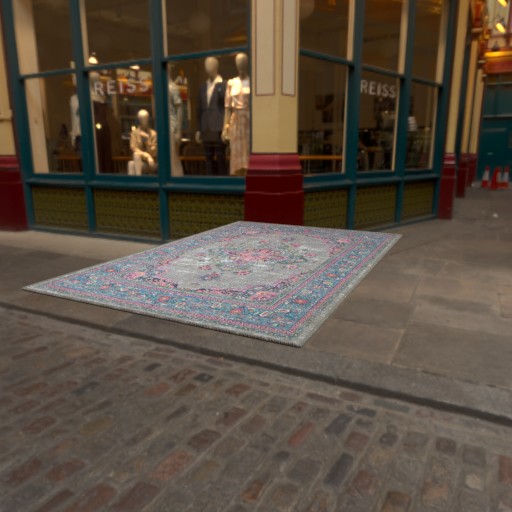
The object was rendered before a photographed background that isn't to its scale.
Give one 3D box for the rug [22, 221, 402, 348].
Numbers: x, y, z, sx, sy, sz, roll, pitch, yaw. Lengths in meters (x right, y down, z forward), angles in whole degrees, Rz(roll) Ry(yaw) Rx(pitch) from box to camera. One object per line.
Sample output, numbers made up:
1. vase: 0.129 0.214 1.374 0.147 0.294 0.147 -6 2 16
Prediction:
1. rug: 0.000 0.000 2.206 1.144 0.014 1.748 7 15 26
